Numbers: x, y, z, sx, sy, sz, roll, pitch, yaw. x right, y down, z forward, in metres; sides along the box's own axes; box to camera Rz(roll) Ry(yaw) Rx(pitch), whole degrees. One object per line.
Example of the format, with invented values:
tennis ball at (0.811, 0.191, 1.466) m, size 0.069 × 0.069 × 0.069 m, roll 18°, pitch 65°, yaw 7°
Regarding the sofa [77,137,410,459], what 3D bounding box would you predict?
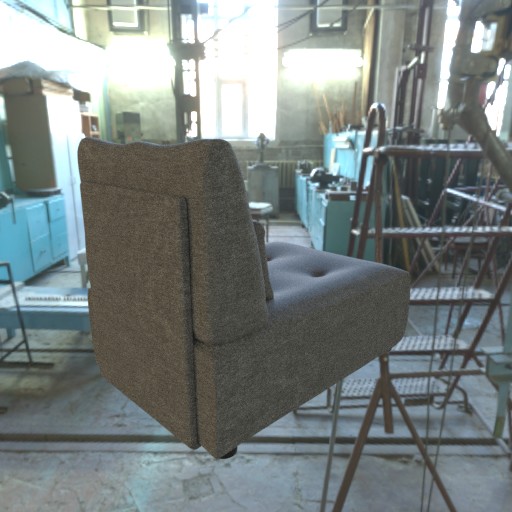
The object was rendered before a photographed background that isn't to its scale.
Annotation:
sofa at (0.000, 0.000, 1.582) m, size 1.000 × 0.820 × 0.700 m, roll -14°, pitch 21°, yaw -42°
